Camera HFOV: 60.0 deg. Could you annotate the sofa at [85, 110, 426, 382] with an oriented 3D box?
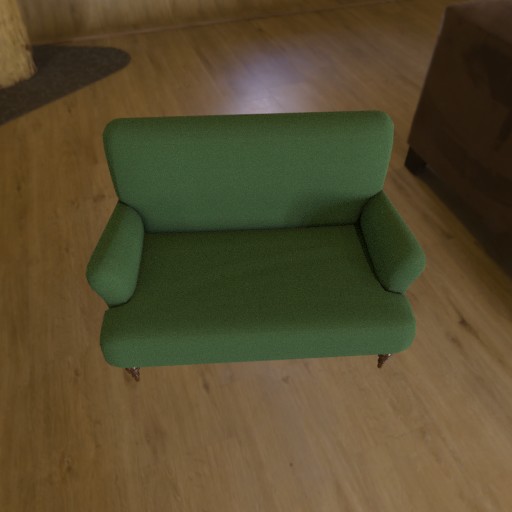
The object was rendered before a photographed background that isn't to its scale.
[{"bbox_3d":[0.000,0.000,1.863,1.297,0.889,0.779,-2,46,-2],"label":"sofa"}]
